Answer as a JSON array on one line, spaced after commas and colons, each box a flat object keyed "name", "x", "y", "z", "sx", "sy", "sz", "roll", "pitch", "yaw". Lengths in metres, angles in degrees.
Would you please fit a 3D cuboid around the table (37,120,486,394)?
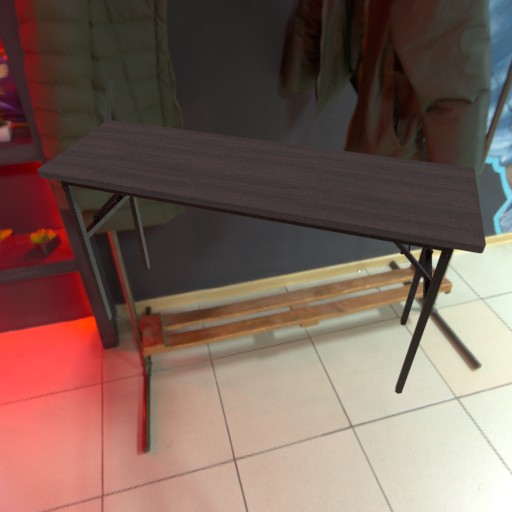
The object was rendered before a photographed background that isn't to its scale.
[{"name": "table", "x": 0.000, "y": 0.000, "z": 1.721, "sx": 1.399, "sy": 0.750, "sz": 0.449, "roll": 11, "pitch": 41, "yaw": 13}]
